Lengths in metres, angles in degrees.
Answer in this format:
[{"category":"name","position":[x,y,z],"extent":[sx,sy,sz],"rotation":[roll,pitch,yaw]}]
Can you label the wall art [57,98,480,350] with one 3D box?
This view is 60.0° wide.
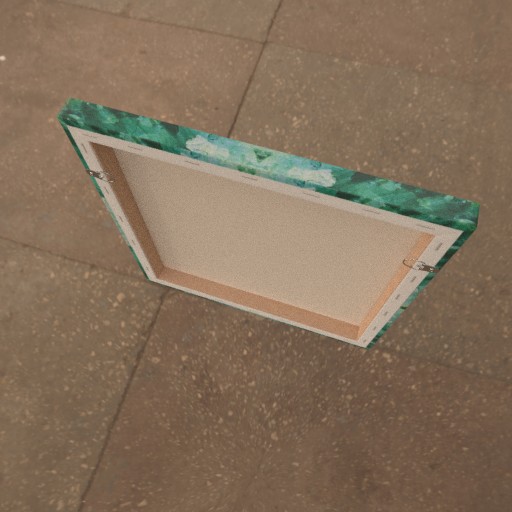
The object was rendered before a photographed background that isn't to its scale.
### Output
[{"category":"wall art","position":[0.000,0.000,0.739],"extent":[0.507,0.508,0.038],"rotation":[16,65,8]}]
